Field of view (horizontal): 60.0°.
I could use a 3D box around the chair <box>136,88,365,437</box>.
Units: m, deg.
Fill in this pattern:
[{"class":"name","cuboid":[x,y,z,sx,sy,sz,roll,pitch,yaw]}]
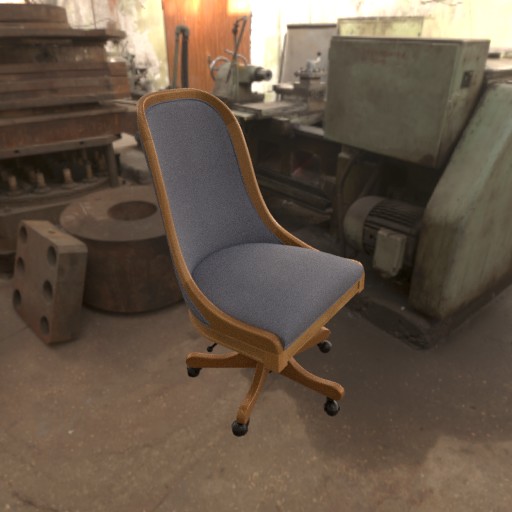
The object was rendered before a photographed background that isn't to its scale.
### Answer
[{"class":"chair","cuboid":[0.000,0.000,1.520,0.735,1.031,0.605,18,32,32]}]
